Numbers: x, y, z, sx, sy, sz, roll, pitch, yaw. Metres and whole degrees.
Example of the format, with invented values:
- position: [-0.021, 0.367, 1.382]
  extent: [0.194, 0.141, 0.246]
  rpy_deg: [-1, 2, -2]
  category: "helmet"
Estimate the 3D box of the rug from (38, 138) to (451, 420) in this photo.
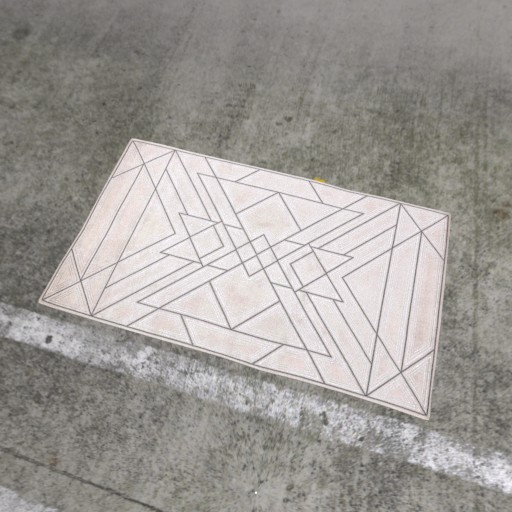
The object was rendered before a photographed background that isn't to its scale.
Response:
- position: [0.000, 0.000, 1.048]
  extent: [0.869, 0.008, 0.511]
  rpy_deg: [15, 63, 8]
  category: "rug"
